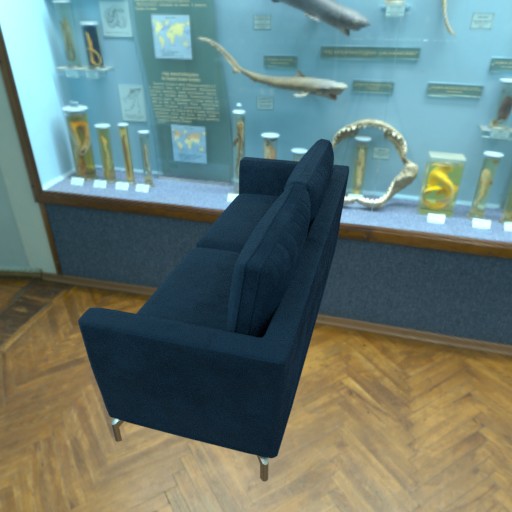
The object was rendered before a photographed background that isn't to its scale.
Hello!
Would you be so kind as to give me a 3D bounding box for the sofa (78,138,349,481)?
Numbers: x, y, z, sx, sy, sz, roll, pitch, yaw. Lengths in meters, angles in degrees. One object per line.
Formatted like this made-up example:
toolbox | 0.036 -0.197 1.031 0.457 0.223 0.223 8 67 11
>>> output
sofa | 0.000 0.000 2.678 0.853 0.998 2.212 8 31 14
